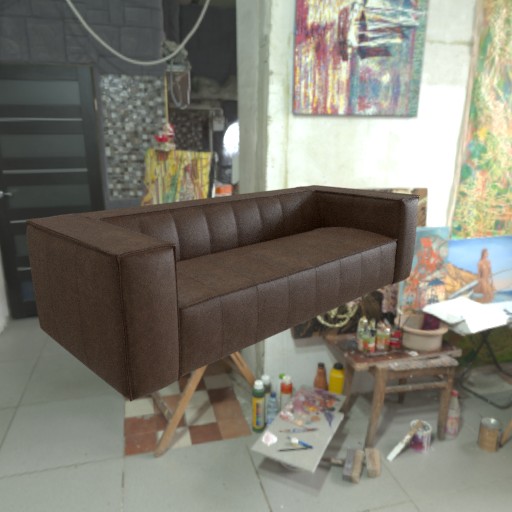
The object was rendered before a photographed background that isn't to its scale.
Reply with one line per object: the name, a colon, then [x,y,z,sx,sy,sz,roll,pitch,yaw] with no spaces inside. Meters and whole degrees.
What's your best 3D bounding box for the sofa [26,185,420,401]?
sofa: [0.000,0.000,3.000,2.581,0.701,1.102,-14,21,-43]
